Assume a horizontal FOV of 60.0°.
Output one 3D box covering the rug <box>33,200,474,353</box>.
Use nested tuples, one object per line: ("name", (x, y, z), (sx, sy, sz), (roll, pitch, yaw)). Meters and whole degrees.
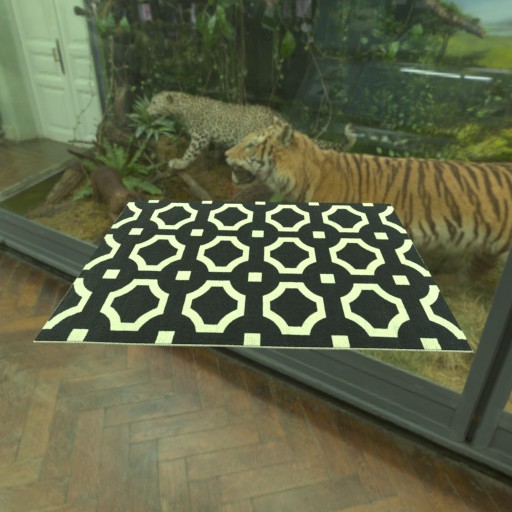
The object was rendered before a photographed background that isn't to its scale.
("rug", (0.000, 0.000, 4.120), (3.049, 0.021, 2.466), (1, 31, 2))
